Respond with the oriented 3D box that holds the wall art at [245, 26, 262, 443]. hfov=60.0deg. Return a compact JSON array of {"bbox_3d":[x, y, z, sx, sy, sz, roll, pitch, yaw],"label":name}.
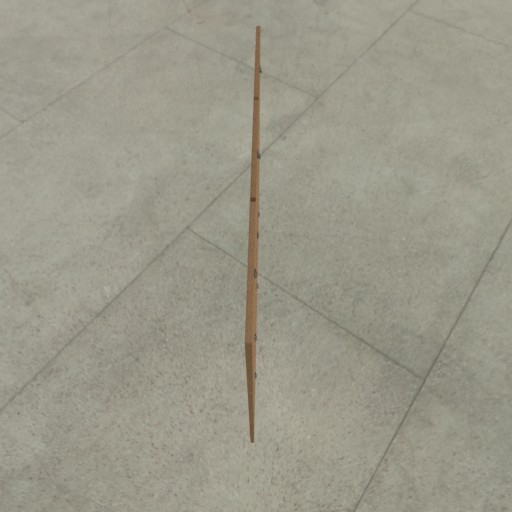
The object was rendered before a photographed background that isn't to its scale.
[{"bbox_3d":[0.000,0.000,1.355,0.018,0.913,0.915,1,58,1],"label":"wall art"}]
